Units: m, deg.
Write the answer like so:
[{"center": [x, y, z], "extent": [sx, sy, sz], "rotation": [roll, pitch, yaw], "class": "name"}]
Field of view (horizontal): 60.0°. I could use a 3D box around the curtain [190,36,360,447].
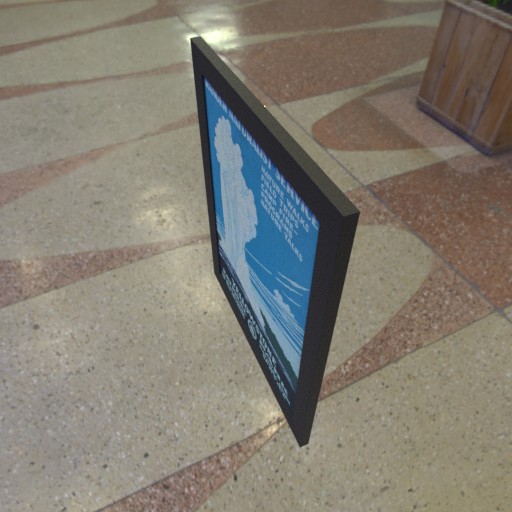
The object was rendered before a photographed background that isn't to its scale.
[{"center": [0.000, 0.000, 0.791], "extent": [0.027, 0.585, 0.483], "rotation": [-17, 49, -16], "class": "curtain"}]
